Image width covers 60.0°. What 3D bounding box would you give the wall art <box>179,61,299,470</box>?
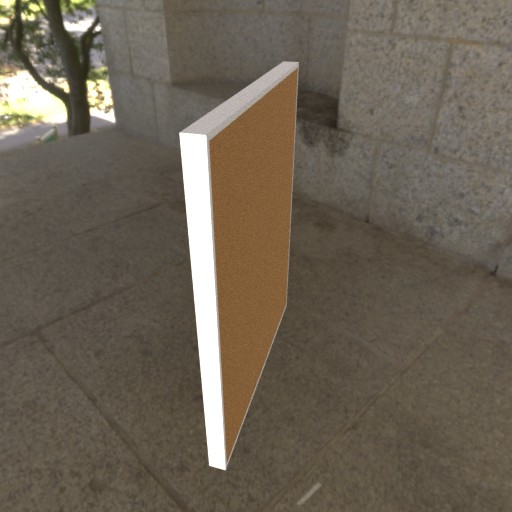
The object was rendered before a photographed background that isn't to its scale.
[{"bbox_3d":[0.000,0.000,0.756,0.030,0.549,0.443,9,33,14],"label":"wall art"}]
